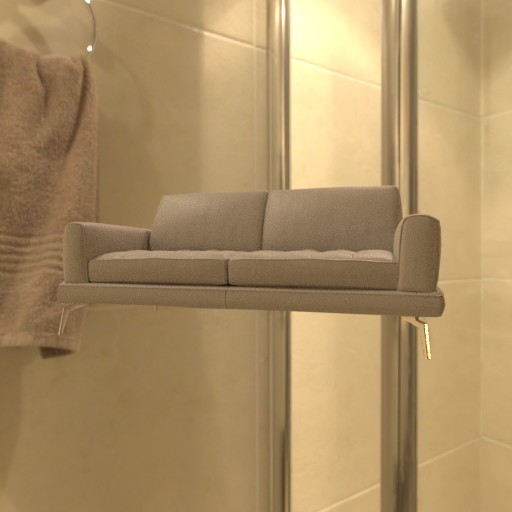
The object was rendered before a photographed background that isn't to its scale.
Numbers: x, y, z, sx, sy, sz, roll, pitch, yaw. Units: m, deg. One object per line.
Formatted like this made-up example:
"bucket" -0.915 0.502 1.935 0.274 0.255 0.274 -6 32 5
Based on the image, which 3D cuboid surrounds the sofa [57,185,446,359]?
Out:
"sofa" 0.000 0.000 2.821 2.177 0.930 1.121 0 1 17
